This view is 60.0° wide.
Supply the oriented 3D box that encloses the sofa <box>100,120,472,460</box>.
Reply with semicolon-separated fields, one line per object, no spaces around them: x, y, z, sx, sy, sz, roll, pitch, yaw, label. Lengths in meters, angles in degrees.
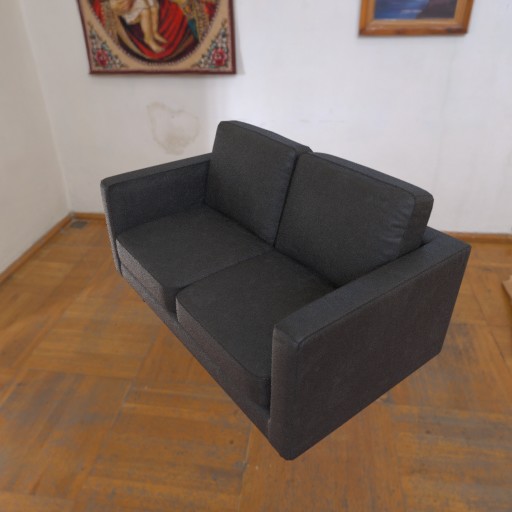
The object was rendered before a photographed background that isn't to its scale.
0.000;0.000;1.974;0.879;0.899;1.430;-22;38;-31;sofa
